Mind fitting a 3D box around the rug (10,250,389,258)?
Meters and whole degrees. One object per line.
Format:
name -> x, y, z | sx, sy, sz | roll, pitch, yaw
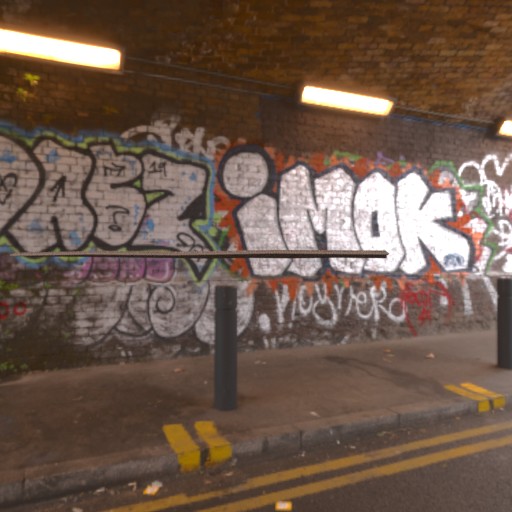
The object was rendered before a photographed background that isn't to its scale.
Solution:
rug -> 0.000, 0.000, 3.596 | 2.043, 0.026, 2.901 | 0, -1, 16
